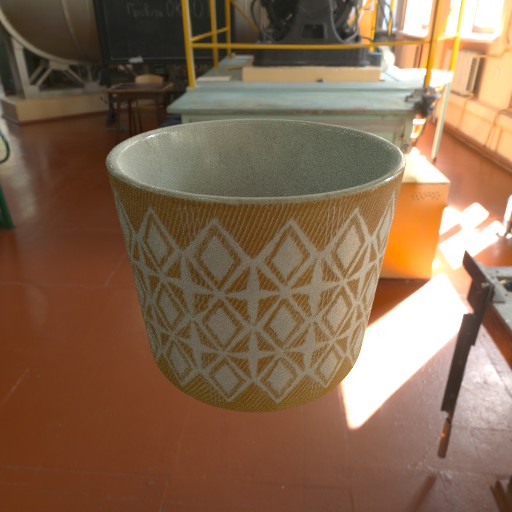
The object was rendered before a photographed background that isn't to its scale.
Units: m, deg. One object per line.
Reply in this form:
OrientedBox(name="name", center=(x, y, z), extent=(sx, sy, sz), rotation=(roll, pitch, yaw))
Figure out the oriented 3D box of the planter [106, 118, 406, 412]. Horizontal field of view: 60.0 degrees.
OrientedBox(name="planter", center=(0.000, 0.000, 0.335), extent=(0.193, 0.165, 0.193), rotation=(0, 28, 0))
